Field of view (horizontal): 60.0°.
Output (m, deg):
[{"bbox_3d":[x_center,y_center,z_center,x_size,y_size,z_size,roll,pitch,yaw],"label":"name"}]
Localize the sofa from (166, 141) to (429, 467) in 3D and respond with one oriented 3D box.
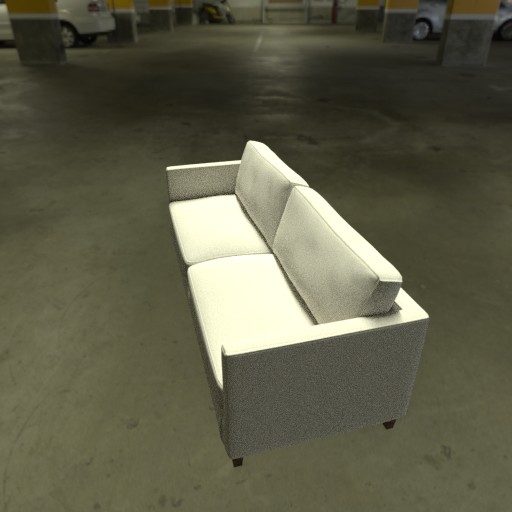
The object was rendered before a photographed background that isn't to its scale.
[{"bbox_3d":[0.000,0.000,2.919,0.951,0.962,2.361,-8,31,-13],"label":"sofa"}]
